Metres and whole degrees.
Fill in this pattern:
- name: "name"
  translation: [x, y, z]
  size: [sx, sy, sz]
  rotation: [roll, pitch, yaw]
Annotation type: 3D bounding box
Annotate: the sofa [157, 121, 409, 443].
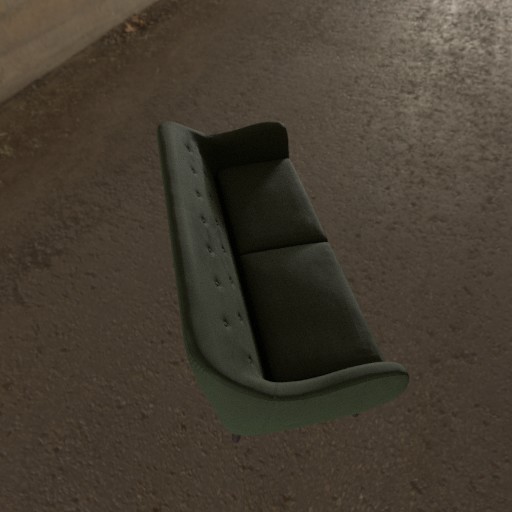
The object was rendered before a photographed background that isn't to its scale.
- name: "sofa"
  translation: [0.000, 0.000, 2.322]
  size: [0.820, 0.836, 1.840]
  rotation: [-9, 48, -8]
